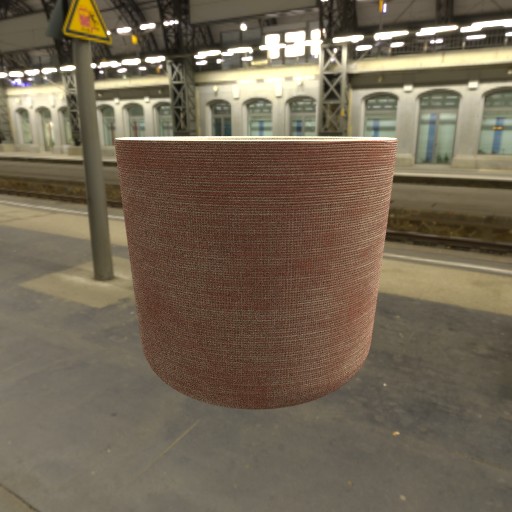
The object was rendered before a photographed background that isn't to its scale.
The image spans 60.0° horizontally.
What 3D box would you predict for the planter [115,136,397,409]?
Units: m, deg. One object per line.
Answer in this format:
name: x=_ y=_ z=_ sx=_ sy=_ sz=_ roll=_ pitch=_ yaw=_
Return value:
planter: x=0.000 y=0.000 z=0.773 sx=0.440 sy=0.398 sz=0.440 roll=0 pitch=16 yaw=0
